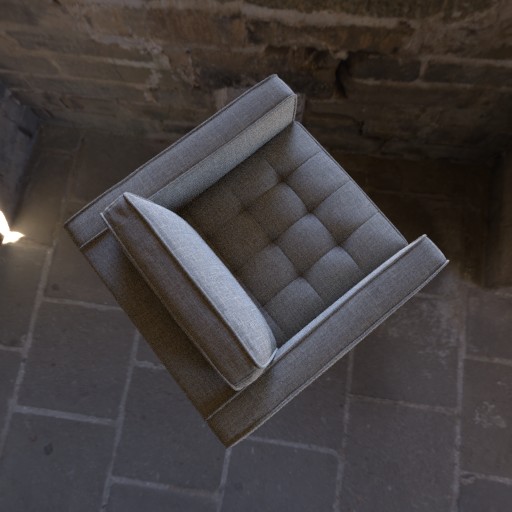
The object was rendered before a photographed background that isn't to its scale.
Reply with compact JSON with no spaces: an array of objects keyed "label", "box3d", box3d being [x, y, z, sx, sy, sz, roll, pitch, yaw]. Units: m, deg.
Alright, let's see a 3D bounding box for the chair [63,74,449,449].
[{"label":"chair","box3d":[0.000,0.000,1.593,0.914,0.765,0.889,-38,79,-8]}]
